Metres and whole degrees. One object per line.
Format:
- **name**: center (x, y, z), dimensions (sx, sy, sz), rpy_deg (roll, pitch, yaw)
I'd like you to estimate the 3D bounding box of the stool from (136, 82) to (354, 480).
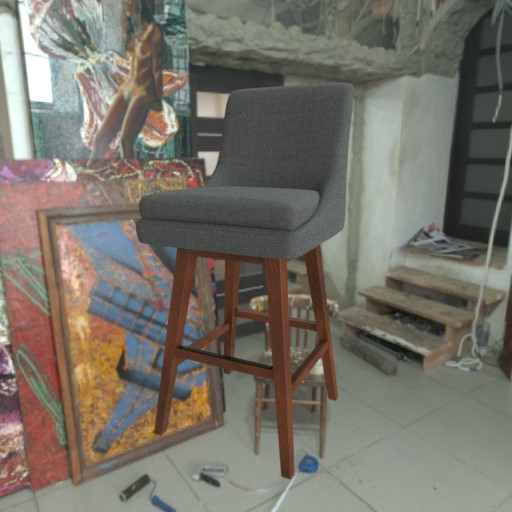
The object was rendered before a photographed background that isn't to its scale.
- **stool**: center (0.000, 0.000, 1.272), dimensions (0.447, 0.977, 0.524), rpy_deg (6, 15, 25)
